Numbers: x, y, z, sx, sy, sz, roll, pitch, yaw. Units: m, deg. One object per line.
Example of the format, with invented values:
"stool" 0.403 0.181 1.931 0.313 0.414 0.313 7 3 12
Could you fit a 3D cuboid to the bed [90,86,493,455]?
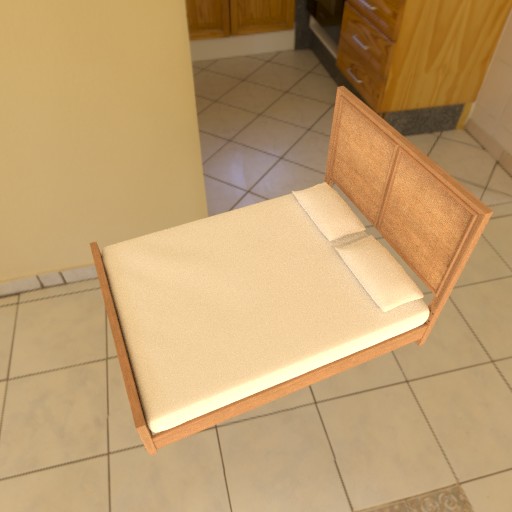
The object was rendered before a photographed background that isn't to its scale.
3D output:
"bed" 0.000 0.000 3.183 2.184 1.387 1.606 -18 50 -16
